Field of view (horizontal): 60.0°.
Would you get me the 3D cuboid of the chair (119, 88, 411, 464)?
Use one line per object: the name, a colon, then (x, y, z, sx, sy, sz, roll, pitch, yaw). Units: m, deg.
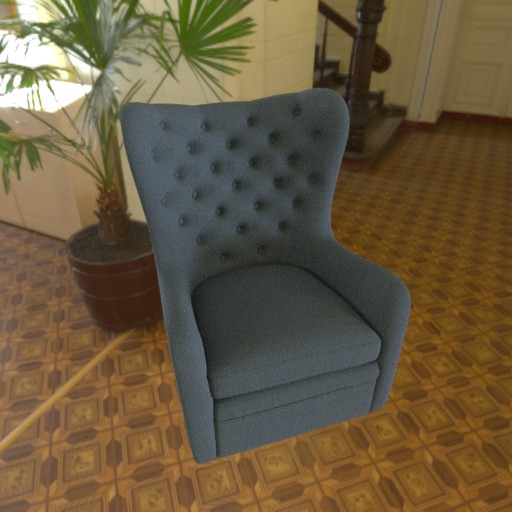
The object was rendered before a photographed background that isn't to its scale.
chair: (0.000, 0.000, 1.704, 0.831, 1.079, 0.930, -10, 34, -16)
